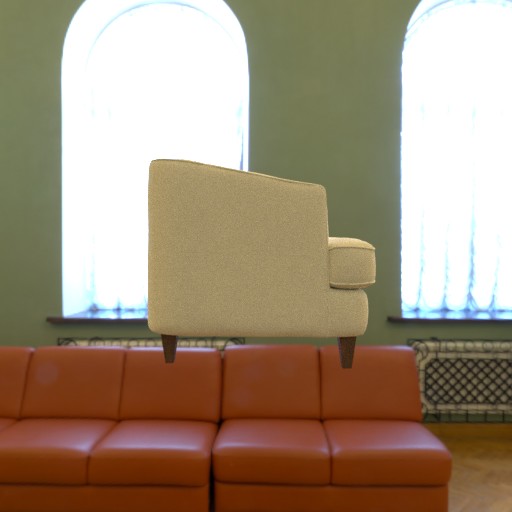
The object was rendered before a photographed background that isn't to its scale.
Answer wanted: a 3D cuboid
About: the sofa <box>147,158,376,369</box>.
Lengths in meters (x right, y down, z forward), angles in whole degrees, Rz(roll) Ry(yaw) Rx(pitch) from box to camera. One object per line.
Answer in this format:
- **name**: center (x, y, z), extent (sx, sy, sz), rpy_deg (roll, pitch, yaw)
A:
- **sofa**: center (0.000, 0.000, 2.781), extent (0.941, 0.855, 2.278), rpy_deg (0, 0, 0)
